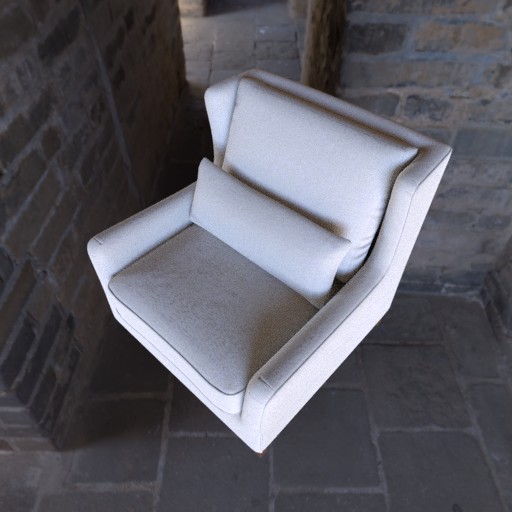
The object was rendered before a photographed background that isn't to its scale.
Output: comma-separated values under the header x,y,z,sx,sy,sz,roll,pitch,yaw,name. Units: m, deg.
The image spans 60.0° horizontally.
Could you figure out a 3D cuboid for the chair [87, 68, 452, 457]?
x,y,z,sx,sy,sz,roll,pitch,yaw,name
0.000,0.000,1.843,0.982,1.056,1.040,34,55,28,chair
